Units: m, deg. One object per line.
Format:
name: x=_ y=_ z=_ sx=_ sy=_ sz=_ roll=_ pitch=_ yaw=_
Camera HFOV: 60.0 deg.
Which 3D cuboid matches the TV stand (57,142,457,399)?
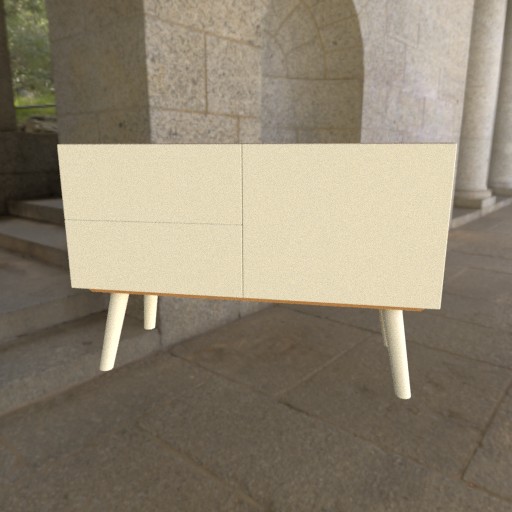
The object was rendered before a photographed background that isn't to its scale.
TV stand: x=0.000 y=0.000 z=1.350 sx=0.991 sy=0.660 sz=0.407 roll=2 pitch=14 yaw=10
